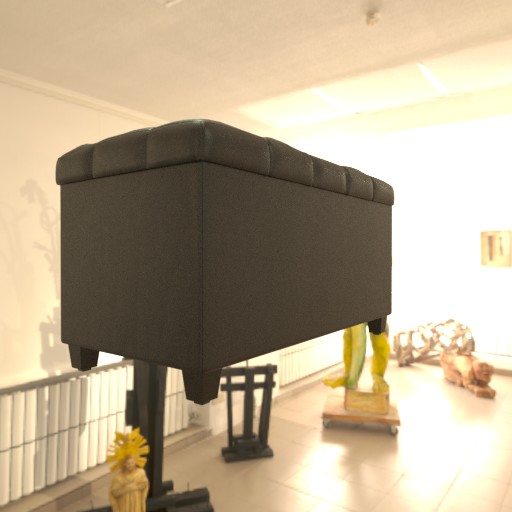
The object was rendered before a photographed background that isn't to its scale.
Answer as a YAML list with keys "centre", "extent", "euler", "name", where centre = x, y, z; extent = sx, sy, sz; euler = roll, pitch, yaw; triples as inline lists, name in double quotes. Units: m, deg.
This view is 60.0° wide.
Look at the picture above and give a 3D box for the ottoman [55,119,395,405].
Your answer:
- centre: [0.000, 0.000, 1.118]
  extent: [0.432, 0.470, 0.838]
  euler: [0, 1, 37]
  name: "ottoman"
